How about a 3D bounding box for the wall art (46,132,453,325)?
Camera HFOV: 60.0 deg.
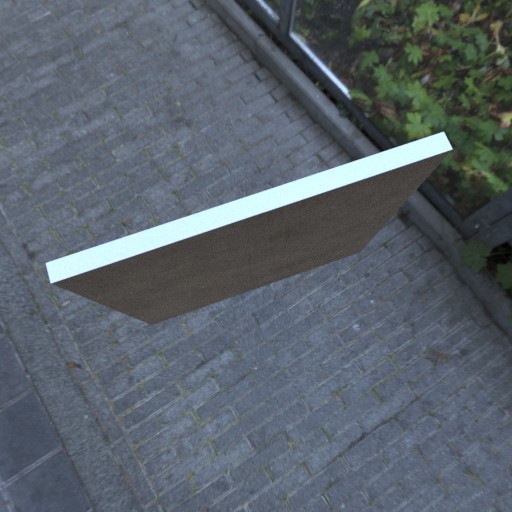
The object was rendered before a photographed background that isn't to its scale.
[{"bbox_3d":[0.000,0.000,0.695,0.455,0.453,0.023,-19,77,-5],"label":"wall art"}]
